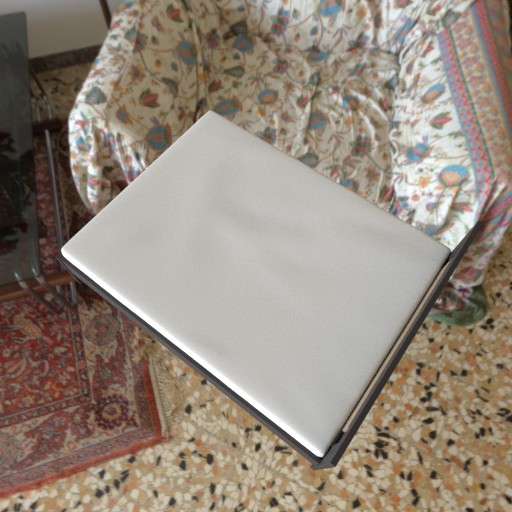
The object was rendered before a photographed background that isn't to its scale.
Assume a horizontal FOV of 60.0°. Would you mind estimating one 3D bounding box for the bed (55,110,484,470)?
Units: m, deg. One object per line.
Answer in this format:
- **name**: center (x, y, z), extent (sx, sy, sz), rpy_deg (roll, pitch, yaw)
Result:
- **bed**: center (0.000, 0.000, 2.898), extent (2.073, 0.823, 1.585), rpy_deg (34, 68, 16)
